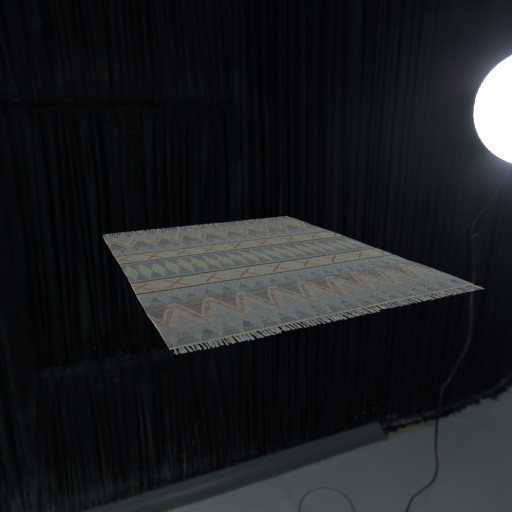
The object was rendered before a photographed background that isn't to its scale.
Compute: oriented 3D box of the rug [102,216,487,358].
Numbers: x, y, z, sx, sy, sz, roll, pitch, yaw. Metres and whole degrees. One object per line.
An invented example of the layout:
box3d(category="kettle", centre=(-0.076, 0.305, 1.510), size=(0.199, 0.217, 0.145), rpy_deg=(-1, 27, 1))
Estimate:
box3d(category="rug", centre=(0.000, 0.000, 4.075), size=(2.371, 0.012, 3.000), rpy_deg=(-8, 18, -24))
